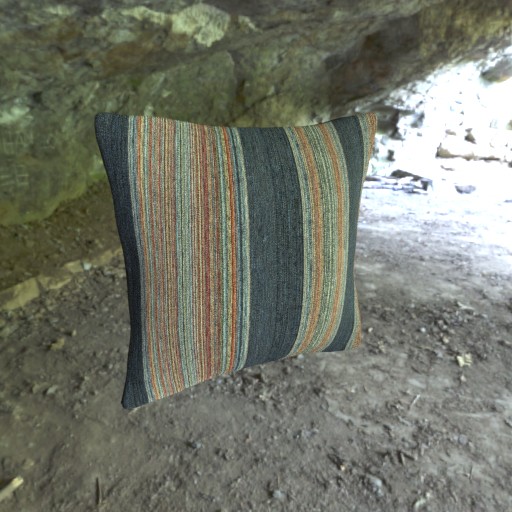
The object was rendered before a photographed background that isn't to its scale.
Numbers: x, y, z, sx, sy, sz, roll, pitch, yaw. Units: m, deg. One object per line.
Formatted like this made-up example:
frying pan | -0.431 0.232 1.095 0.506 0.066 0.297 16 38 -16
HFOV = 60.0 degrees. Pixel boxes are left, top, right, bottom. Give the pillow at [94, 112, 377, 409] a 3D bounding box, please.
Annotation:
pillow | 0.000 0.000 0.678 0.437 0.419 0.136 -8 19 -25
